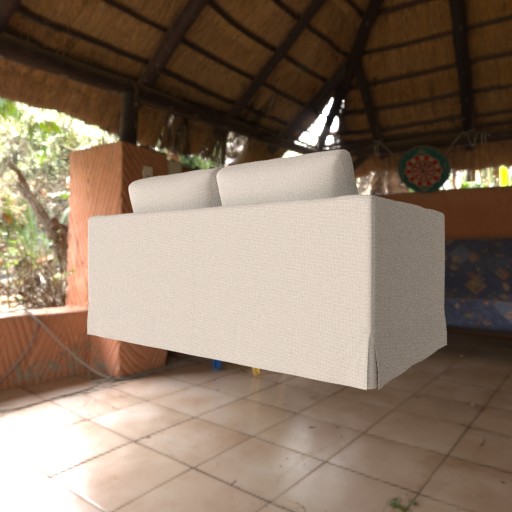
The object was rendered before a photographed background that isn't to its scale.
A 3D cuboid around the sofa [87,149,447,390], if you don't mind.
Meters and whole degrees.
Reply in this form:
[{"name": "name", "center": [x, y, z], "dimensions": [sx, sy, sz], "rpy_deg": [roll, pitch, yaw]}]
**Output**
[{"name": "sofa", "center": [0.000, 0.000, 2.500], "dimensions": [1.813, 0.932, 1.009], "rpy_deg": [1, 1, 37]}]
